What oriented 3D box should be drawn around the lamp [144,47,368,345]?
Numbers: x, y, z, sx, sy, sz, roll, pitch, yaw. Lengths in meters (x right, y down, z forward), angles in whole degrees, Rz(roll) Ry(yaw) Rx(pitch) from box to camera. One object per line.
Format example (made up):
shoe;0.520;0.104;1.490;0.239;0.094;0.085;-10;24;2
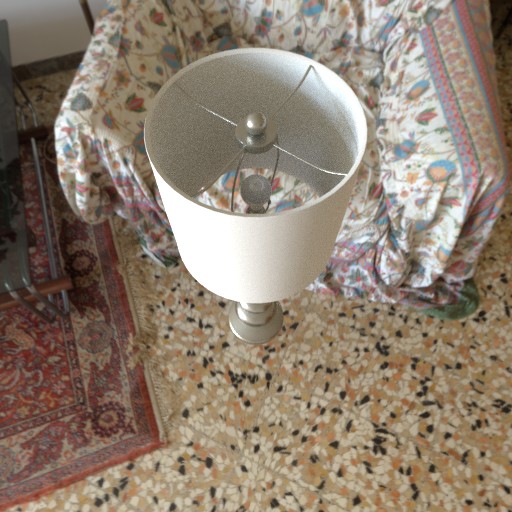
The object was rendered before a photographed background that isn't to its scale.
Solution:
lamp;0.000;0.000;0.800;0.254;0.690;0.254;32;67;15
